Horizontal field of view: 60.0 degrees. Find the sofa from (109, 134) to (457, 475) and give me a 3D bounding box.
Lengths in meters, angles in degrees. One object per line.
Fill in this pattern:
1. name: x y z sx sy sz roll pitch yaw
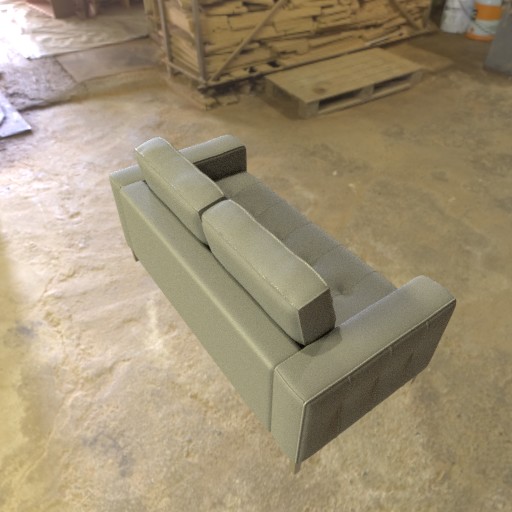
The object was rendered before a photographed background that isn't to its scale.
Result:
1. sofa: 0.000 0.000 2.238 0.833 0.893 1.726 -26 49 -25
